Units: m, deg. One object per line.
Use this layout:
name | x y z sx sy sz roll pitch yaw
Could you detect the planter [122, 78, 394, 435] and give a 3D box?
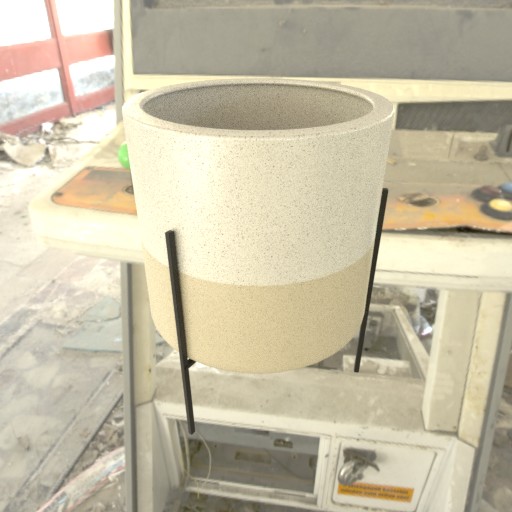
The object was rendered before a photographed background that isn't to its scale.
planter | 0.000 0.000 0.715 0.359 0.484 0.368 20 36 30
